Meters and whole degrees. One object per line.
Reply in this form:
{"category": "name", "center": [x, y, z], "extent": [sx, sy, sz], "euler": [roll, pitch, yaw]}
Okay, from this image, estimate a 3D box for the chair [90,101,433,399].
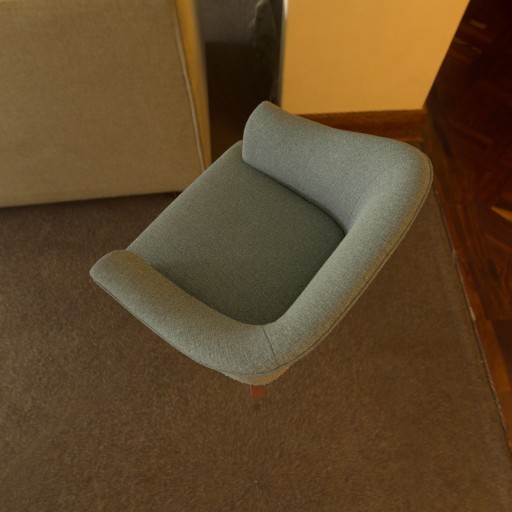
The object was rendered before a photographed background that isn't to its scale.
{"category": "chair", "center": [0.000, 0.000, 1.397], "extent": [0.704, 0.815, 0.798], "euler": [34, 68, 16]}
